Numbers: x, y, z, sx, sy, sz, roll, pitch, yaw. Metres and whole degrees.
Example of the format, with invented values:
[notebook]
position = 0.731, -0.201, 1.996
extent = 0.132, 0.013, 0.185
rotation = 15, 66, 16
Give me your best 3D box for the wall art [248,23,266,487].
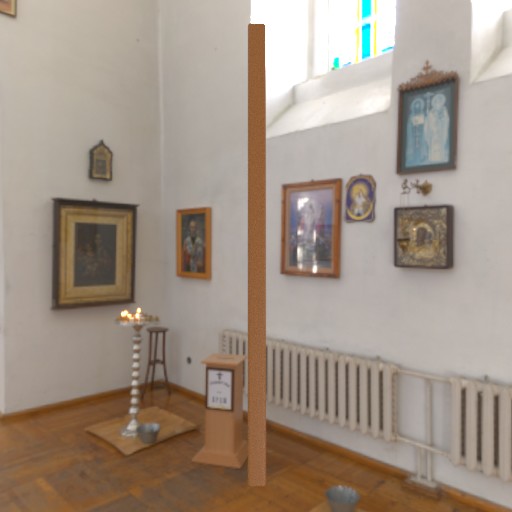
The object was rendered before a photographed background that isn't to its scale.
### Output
[wall art]
position = 0.000, 0.000, 0.754
extent = 0.022, 0.553, 0.452
rotation = 0, -1, 0
